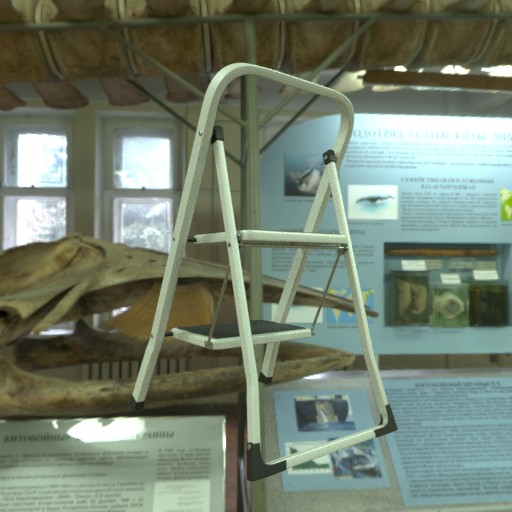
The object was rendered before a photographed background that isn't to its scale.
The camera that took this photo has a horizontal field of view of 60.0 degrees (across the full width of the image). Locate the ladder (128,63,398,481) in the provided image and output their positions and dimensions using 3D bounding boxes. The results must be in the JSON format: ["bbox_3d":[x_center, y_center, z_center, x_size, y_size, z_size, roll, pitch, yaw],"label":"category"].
[{"bbox_3d":[0.000,0.000,1.118,0.460,0.810,0.544,1,-1,-36],"label":"ladder"}]
